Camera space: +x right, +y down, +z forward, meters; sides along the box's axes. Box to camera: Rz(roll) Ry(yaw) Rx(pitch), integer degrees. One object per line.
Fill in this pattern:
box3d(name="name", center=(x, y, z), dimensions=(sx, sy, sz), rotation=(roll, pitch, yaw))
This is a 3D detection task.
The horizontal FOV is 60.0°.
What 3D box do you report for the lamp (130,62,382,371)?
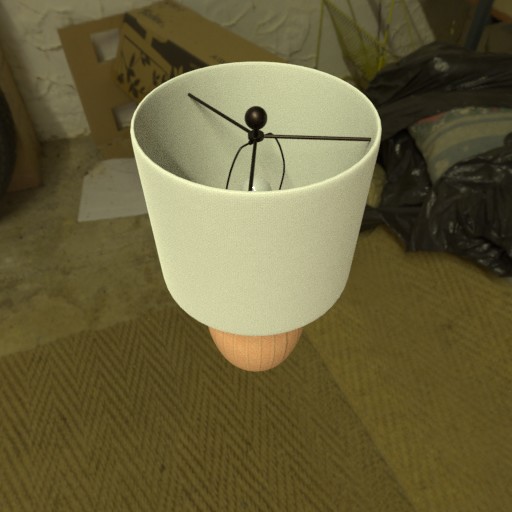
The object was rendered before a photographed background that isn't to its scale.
box3d(name="lamp", center=(0.000, 0.000, 0.787), dimensions=(0.329, 0.570, 0.329), rotation=(0, 47, 0))
